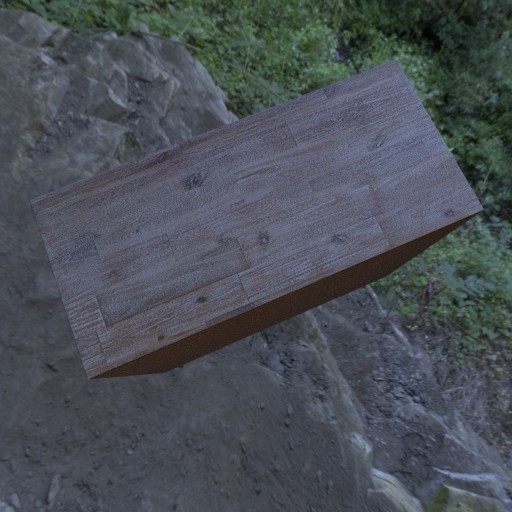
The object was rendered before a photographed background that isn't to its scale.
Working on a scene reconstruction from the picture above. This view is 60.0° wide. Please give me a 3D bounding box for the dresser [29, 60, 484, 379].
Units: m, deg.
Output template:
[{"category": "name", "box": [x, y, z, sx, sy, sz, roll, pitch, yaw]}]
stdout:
[{"category": "dresser", "box": [0.000, 0.000, 1.567, 0.998, 1.029, 0.455, -23, 77, -5]}]
